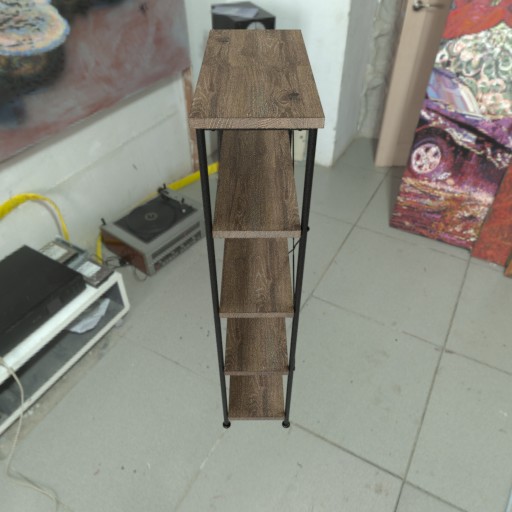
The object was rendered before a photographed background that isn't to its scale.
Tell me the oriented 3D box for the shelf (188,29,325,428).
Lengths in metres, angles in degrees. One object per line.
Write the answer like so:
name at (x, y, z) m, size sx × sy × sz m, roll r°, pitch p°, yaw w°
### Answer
shelf at (0.000, 0.000, 2.031) m, size 0.360 × 1.700 × 0.800 m, roll 0°, pitch 42°, yaw 0°
